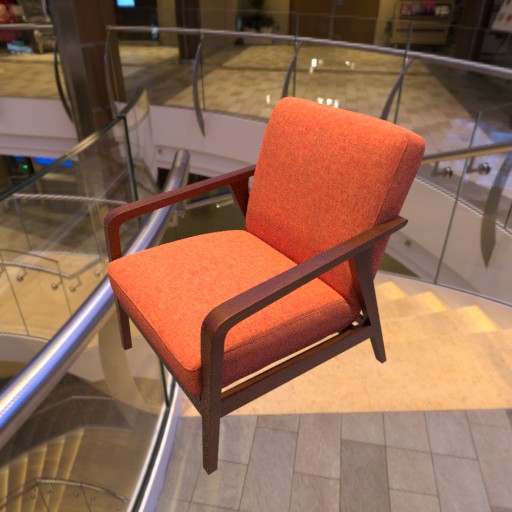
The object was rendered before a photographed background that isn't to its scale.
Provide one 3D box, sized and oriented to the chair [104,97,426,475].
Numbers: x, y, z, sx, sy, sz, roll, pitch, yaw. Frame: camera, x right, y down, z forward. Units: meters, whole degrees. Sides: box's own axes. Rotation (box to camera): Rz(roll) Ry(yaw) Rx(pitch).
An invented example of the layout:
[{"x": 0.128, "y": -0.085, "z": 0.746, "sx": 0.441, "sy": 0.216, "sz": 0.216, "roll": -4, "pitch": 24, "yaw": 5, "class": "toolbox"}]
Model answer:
[{"x": 0.000, "y": 0.000, "z": 1.510, "sx": 0.860, "sy": 0.890, "sz": 0.719, "roll": -21, "pitch": 37, "yaw": -30, "class": "chair"}]
